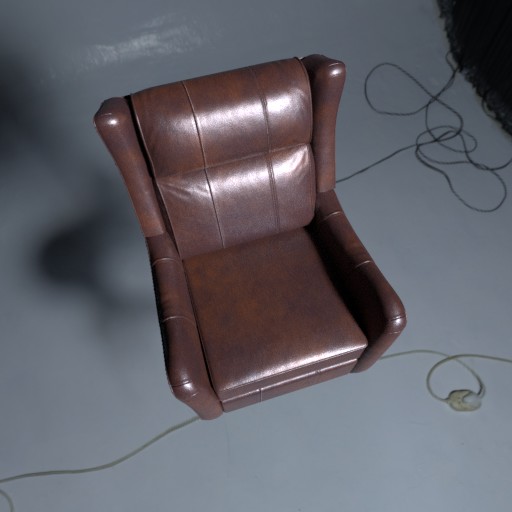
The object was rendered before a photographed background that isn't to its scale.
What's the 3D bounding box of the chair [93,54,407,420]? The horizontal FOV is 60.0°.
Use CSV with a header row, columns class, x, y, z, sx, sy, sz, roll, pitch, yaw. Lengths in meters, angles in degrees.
class,x,y,z,sx,sy,sz,roll,pitch,yaw
chair,0.000,0.000,1.786,0.869,1.084,1.008,-15,65,-8
